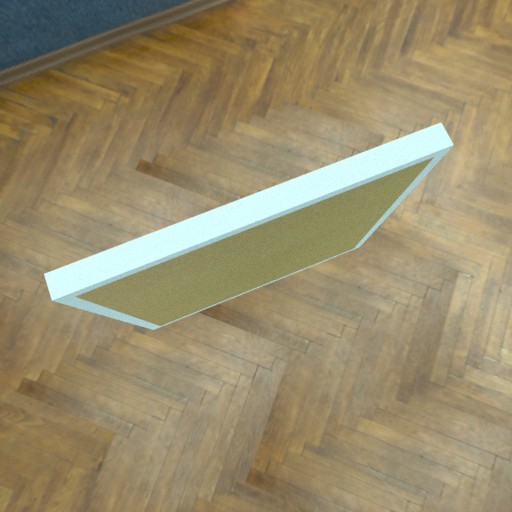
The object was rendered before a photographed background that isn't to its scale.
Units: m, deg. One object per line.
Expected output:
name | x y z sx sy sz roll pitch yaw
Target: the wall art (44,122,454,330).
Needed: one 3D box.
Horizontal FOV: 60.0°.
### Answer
wall art | 0.000 0.000 0.466 0.307 0.307 0.020 -22 78 -5
